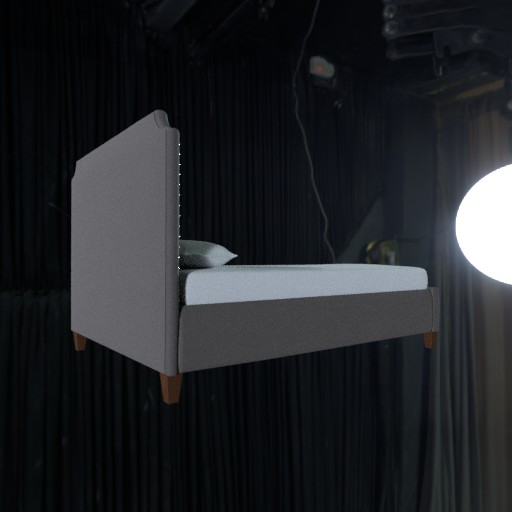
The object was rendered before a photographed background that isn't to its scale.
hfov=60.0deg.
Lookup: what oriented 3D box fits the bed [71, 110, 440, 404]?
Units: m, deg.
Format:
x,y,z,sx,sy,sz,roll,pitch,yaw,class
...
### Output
x,y,z,sx,sy,sz,roll,pitch,yaw,class
0.000,0.000,3.452,2.372,1.443,1.713,0,-1,-37,bed
